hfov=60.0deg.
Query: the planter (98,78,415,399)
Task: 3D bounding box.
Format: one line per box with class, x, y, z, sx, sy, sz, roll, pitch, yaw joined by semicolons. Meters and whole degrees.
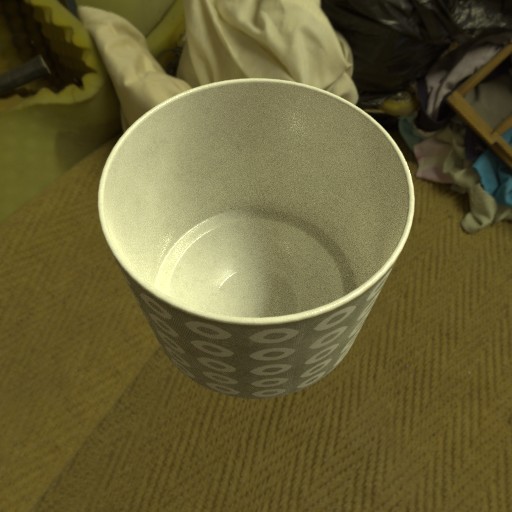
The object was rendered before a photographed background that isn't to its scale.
planter;0.000;0.000;0.346;0.190;0.181;0.190;0;58;0
